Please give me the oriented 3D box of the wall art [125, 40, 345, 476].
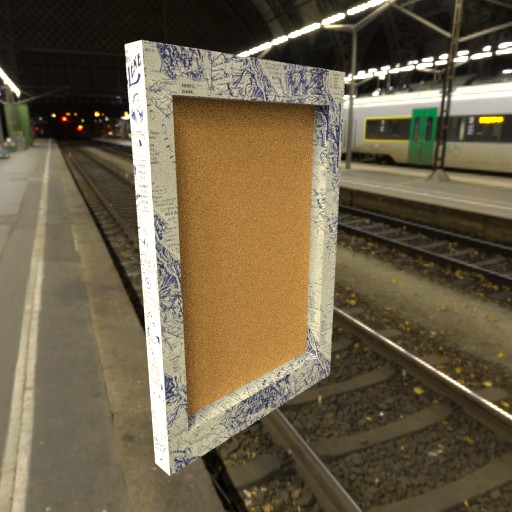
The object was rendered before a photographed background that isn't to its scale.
[{"bbox_3d":[0.000,0.000,0.462,0.025,0.376,0.255,15,22,43],"label":"wall art"}]
